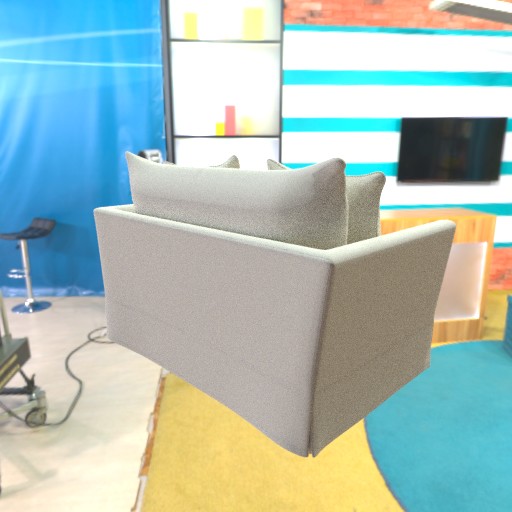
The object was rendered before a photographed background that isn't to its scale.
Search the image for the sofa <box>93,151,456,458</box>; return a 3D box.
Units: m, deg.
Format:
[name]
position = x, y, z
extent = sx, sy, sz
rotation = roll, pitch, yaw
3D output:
[sofa]
position = 0.000, 0.000, 2.273
extent = 1.026, 1.039, 1.608
rotation = -13, 19, -43
